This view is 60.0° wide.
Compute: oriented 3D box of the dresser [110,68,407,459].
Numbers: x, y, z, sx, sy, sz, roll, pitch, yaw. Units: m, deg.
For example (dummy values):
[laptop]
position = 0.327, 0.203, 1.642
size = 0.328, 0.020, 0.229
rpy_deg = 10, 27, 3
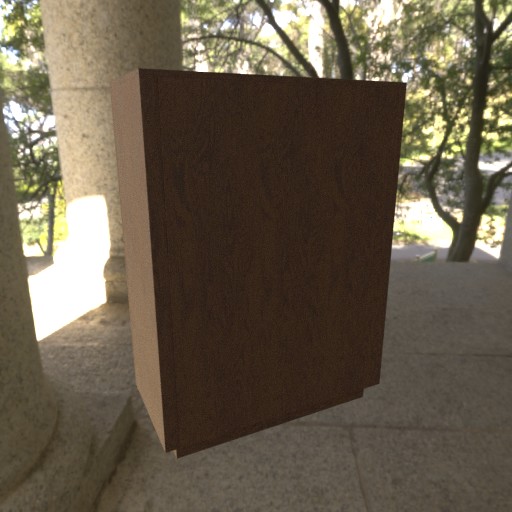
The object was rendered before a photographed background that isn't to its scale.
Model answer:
[dresser]
position = 0.000, 0.000, 1.807
size = 0.964, 1.320, 0.516
rpy_deg = -8, 18, -25
